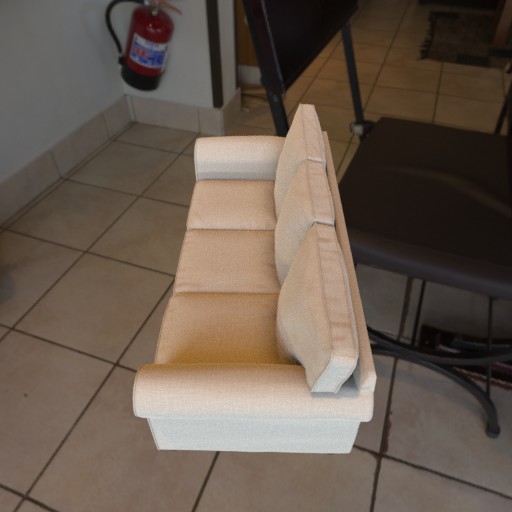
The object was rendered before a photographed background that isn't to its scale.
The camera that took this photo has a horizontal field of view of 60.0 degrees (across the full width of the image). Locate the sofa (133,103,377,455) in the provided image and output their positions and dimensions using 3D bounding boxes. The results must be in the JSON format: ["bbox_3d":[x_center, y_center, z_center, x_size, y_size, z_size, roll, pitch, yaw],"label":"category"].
[{"bbox_3d":[0.000,0.000,2.499,0.916,0.961,2.084,1,42,1],"label":"sofa"}]
